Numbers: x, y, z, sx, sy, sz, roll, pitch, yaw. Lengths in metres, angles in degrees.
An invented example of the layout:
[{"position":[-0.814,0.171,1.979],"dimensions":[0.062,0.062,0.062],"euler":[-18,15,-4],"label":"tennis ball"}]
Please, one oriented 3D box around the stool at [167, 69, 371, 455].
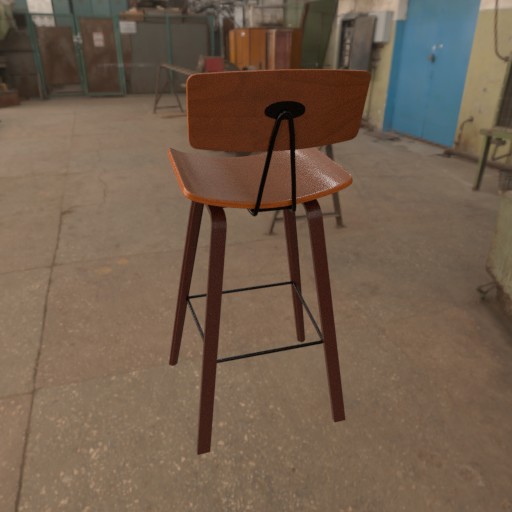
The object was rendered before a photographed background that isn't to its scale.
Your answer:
[{"position":[0.000,0.000,1.219],"dimensions":[0.509,0.969,0.440],"euler":[-7,27,-15],"label":"stool"}]
